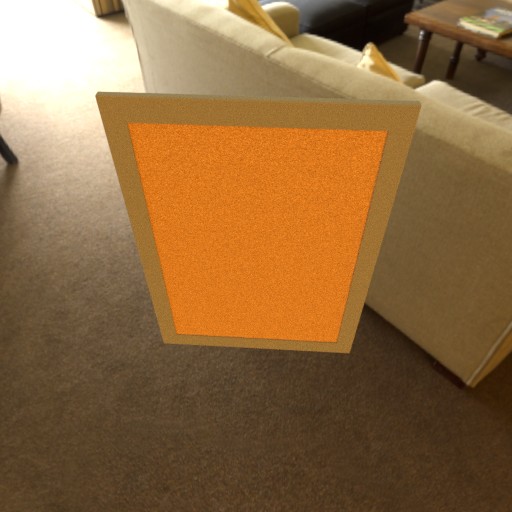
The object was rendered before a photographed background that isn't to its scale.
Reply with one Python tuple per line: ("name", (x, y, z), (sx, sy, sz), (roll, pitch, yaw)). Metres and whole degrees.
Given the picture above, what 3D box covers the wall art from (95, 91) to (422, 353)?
("wall art", (0.000, 0.000, 0.702), (0.374, 0.529, 0.012), (2, 47, 2))
